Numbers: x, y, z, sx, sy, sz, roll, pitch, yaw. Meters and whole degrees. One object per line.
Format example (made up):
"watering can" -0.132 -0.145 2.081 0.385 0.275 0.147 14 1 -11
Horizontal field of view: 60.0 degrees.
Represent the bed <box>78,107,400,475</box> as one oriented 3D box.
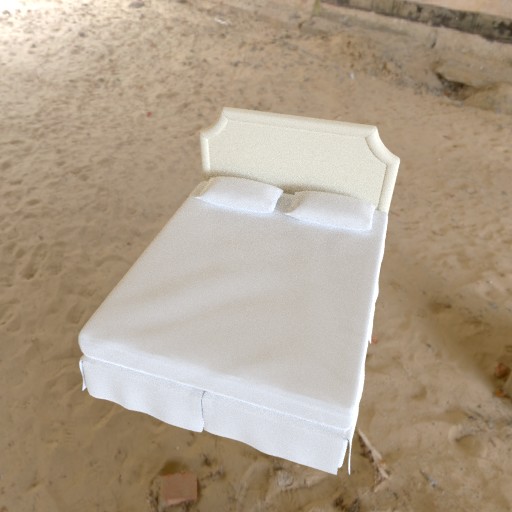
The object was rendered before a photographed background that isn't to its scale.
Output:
"bed" 0.000 0.000 4.079 2.350 1.590 2.773 12 41 14
